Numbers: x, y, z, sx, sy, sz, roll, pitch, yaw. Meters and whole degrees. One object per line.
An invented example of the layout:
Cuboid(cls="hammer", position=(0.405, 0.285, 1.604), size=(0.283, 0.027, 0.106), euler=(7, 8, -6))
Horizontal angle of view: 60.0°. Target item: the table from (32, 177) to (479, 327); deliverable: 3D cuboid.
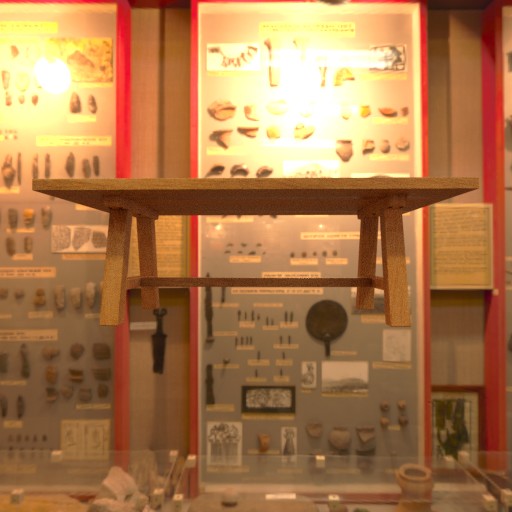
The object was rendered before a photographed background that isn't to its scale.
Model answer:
Cuboid(cls="table", position=(0.000, 0.000, 1.686), size=(1.320, 0.455, 0.760), euler=(0, 0, 1))
